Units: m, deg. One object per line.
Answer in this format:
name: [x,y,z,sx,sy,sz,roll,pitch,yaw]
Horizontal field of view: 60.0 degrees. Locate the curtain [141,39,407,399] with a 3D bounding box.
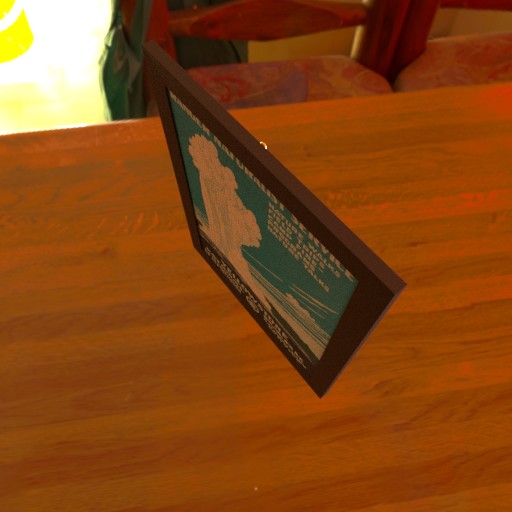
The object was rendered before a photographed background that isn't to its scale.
curtain: [0.000,0.000,0.796,0.027,0.585,0.483,-35,68,-17]
